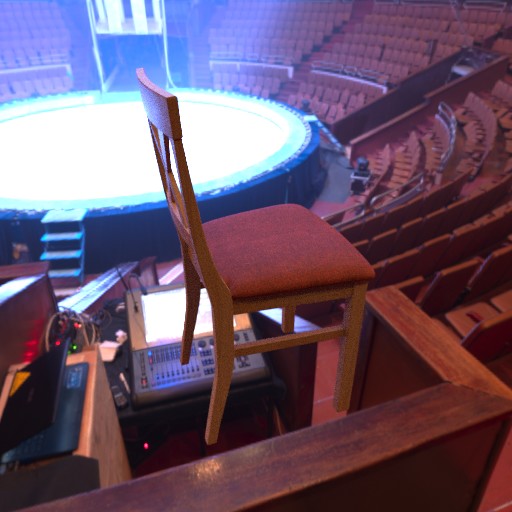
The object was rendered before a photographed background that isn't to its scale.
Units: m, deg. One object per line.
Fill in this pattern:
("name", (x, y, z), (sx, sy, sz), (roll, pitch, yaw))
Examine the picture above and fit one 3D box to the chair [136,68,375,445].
("chair", (0.000, 0.000, 1.186), (0.492, 0.912, 0.439), (-11, 32, -18))
